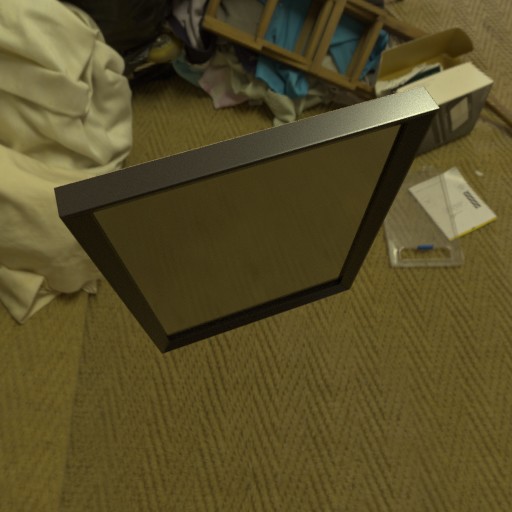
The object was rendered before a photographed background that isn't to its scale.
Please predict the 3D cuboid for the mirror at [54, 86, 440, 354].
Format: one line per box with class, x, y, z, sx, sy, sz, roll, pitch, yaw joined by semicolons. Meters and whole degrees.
mirror;0.000;0.000;0.680;0.406;0.509;0.041;-18;65;-9
